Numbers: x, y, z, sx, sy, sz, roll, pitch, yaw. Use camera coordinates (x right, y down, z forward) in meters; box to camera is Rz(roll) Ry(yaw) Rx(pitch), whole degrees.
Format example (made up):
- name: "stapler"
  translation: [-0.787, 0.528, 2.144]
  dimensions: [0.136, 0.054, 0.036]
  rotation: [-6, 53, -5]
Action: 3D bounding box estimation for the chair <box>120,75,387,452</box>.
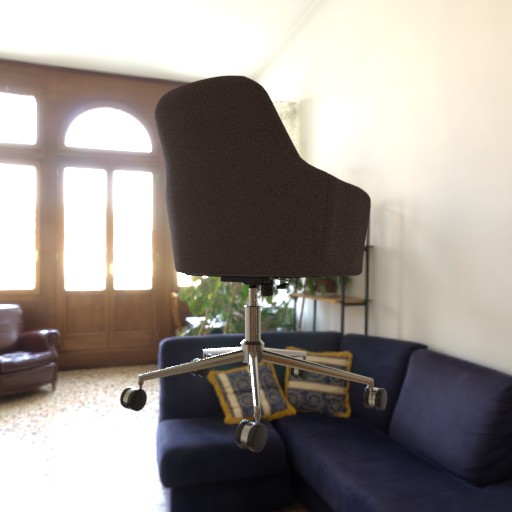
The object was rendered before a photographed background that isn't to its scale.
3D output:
- name: "chair"
  translation: [0.000, 0.000, 1.268]
  dimensions: [0.655, 0.820, 0.600]
  rotation: [0, -1, 36]
